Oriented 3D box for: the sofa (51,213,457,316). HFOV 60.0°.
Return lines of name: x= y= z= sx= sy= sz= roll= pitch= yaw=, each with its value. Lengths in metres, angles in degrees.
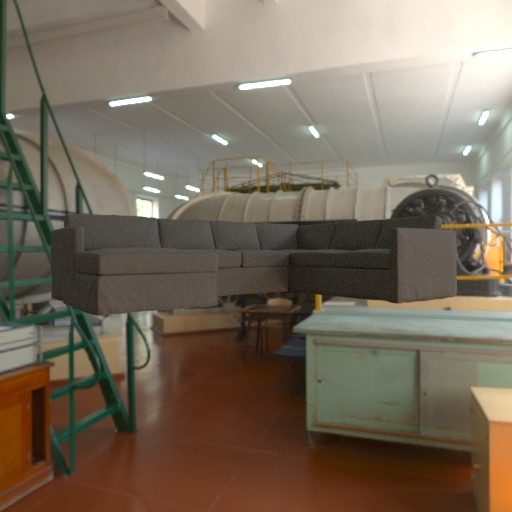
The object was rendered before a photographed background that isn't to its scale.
sofa: x=0.000 y=0.000 z=4.615 sx=3.528 sy=0.878 sz=2.476 roll=0 pitch=1 yaw=-36
